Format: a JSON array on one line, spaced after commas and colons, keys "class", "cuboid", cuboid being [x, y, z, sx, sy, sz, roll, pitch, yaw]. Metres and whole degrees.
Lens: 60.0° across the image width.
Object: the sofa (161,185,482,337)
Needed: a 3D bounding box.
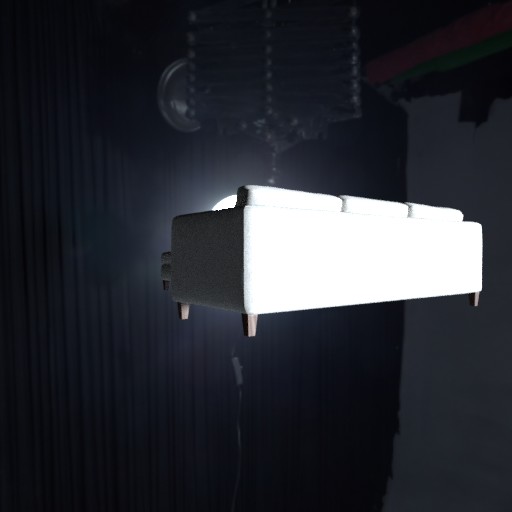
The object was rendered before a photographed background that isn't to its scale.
[{"class": "sofa", "cuboid": [0.000, 0.000, 4.373, 2.551, 0.853, 3.238, 0, 0, -36]}]
